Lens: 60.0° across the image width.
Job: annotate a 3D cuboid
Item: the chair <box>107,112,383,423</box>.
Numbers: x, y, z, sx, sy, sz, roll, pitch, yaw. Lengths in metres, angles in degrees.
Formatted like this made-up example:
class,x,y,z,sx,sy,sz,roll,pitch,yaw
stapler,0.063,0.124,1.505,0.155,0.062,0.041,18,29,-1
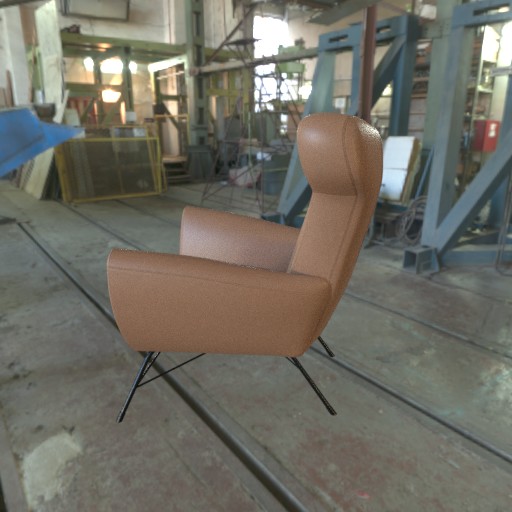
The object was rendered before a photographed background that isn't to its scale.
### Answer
class,x,y,z,sx,sy,sz,roll,pitch,yaw
chair,0.000,0.000,1.730,0.900,1.050,0.980,3,17,8
